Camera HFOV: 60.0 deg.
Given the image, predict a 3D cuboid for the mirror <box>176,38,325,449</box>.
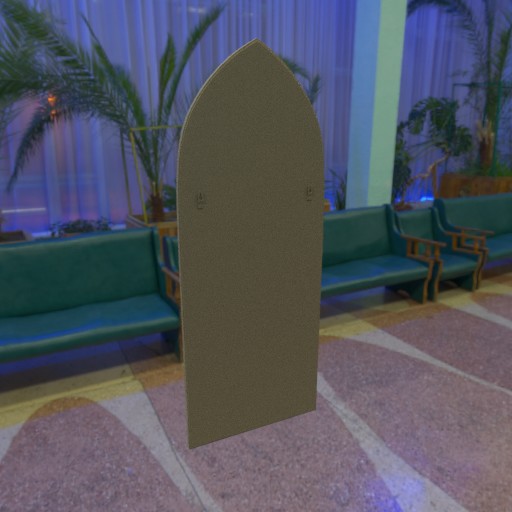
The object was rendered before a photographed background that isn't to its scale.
[{"bbox_3d":[0.000,0.000,1.309,0.464,1.175,0.025,-7,17,-25],"label":"mirror"}]
